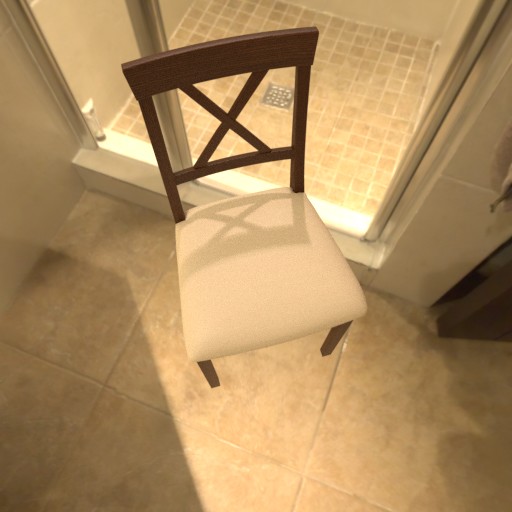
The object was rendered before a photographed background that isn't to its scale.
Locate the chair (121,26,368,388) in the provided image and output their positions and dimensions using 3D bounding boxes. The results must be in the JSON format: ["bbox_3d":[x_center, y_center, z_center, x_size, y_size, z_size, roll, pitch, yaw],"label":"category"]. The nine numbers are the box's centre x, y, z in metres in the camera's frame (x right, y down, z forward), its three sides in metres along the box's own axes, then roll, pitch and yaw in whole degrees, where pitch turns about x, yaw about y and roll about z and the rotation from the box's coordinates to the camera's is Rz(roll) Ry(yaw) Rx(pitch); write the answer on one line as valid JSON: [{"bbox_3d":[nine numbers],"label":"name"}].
[{"bbox_3d":[0.000,0.000,1.134,0.440,0.913,0.480,-14,65,-7],"label":"chair"}]
